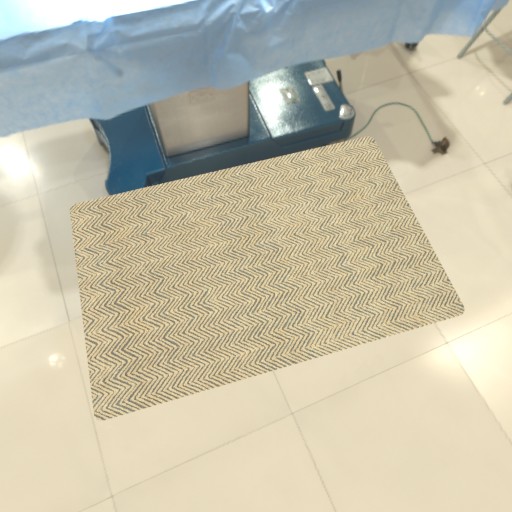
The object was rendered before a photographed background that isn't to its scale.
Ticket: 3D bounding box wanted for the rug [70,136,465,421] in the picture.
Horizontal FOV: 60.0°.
[{"bbox_3d":[0.000,0.000,2.238,1.752,0.008,1.144,-15,64,-7],"label":"rug"}]
